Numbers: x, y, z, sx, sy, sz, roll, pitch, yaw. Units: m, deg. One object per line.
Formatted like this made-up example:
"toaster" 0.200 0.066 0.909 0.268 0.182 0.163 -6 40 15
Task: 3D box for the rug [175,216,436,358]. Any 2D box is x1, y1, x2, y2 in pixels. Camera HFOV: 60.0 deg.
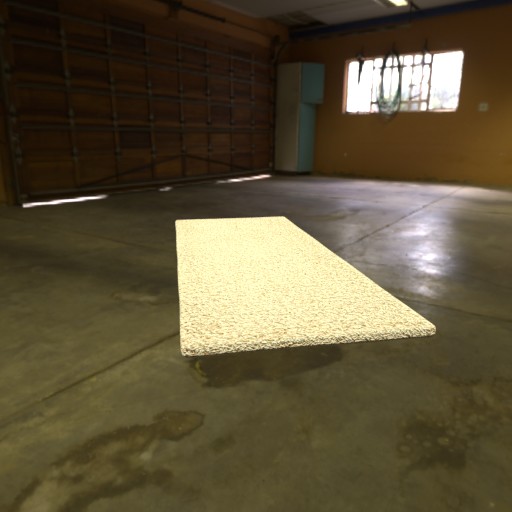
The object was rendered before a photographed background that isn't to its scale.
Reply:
"rug" 0.000 0.000 1.733 0.609 0.030 1.524 -3 15 -10
